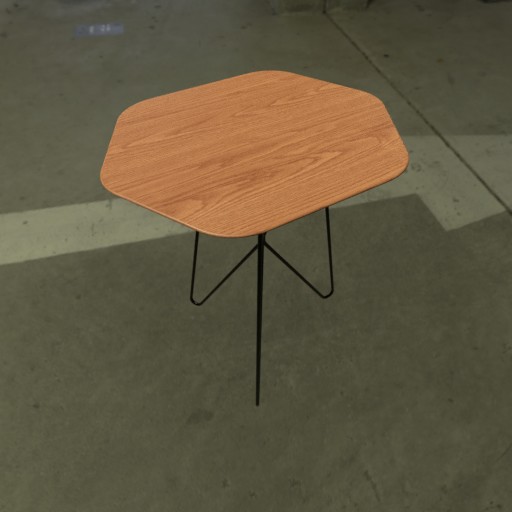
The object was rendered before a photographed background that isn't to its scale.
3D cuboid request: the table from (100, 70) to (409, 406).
[{"bbox_3d":[0.000,0.000,0.909,0.500,0.562,0.400,-23,51,-21],"label":"table"}]
